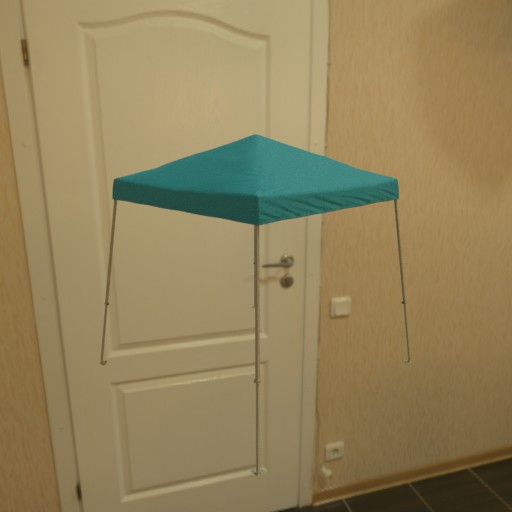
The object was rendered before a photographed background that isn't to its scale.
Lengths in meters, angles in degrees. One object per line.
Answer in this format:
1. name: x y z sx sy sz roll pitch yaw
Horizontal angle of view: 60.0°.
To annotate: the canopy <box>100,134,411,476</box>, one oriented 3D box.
1. canopy: 0.000 0.000 6.793 3.599 3.600 3.600 14 20 43
